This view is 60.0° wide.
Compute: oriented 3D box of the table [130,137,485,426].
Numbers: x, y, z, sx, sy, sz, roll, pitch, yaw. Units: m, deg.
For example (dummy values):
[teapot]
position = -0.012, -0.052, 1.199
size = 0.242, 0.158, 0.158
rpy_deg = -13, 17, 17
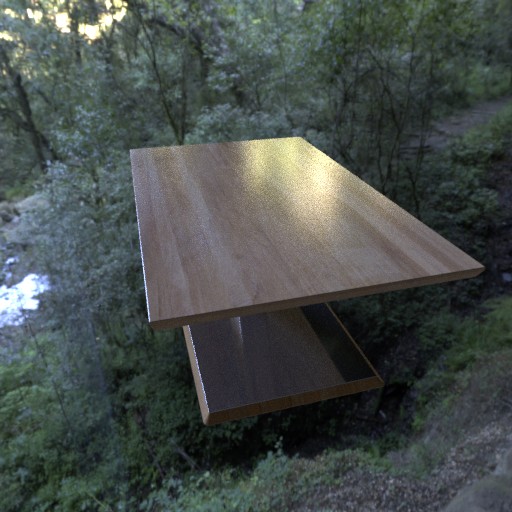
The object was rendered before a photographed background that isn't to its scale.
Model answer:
[table]
position = 0.000, 0.000, 1.417
size = 0.692, 0.441, 1.100
rpy_deg = -8, 30, -14
